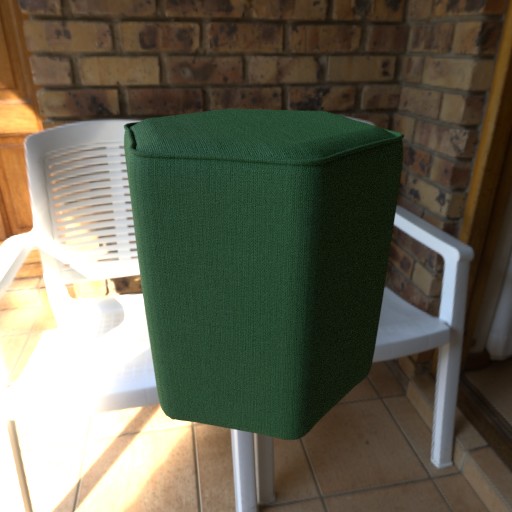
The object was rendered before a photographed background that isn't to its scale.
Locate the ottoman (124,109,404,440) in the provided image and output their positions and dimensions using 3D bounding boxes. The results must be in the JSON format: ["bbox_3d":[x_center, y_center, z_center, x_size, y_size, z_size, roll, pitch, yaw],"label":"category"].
[{"bbox_3d":[0.000,0.000,0.868,0.444,0.507,0.499,-7,26,-15],"label":"ottoman"}]
